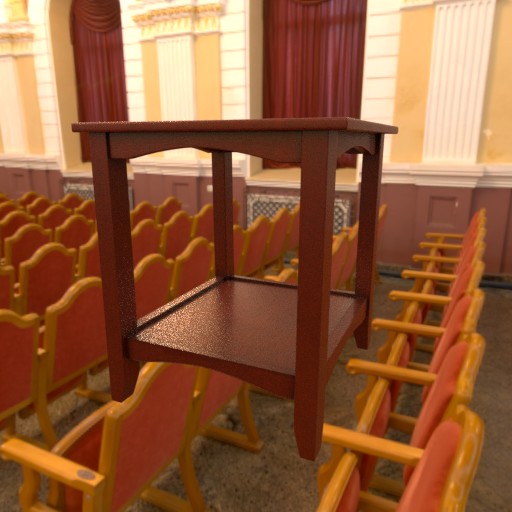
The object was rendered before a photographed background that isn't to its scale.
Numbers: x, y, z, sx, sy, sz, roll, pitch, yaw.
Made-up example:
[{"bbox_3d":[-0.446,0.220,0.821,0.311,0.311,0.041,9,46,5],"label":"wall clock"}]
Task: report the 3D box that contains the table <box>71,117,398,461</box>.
[{"bbox_3d":[0.000,0.000,0.984,0.522,0.558,0.523,7,16,26],"label":"table"}]
